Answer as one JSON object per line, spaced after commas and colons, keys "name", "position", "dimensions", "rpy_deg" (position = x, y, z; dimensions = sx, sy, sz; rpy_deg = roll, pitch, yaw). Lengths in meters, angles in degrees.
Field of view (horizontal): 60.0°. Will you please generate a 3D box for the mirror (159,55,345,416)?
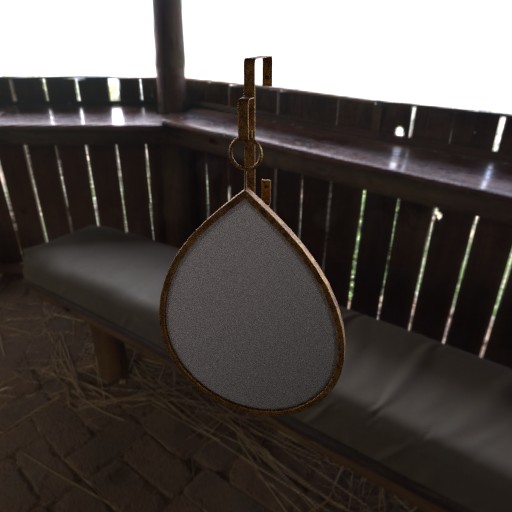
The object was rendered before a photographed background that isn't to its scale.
{"name": "mirror", "position": [0.000, 0.000, 0.909], "dimensions": [0.405, 0.744, 0.144], "rpy_deg": [8, 28, 15]}
